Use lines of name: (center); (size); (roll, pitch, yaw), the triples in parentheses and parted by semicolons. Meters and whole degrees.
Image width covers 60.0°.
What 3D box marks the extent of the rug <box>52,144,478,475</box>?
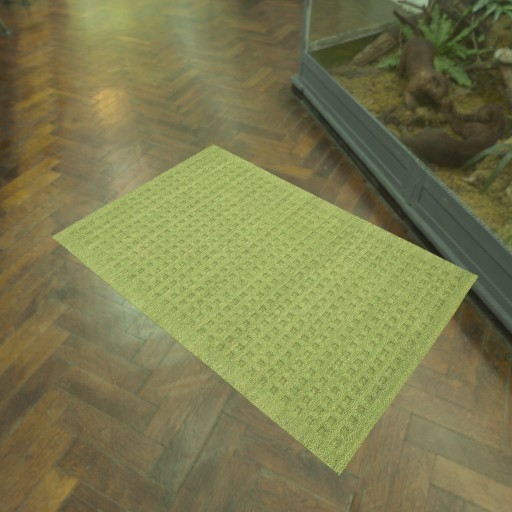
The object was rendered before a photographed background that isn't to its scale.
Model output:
rug: (0.000, 0.000, 2.834); (2.297, 0.007, 1.529); (32, 53, 27)
